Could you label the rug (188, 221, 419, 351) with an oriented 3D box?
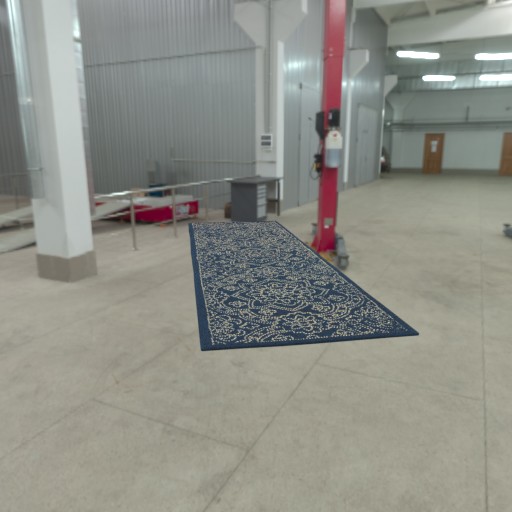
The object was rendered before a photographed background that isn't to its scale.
[{"bbox_3d":[0.000,0.000,2.662,0.769,0.012,2.448,-2,14,-9],"label":"rug"}]
